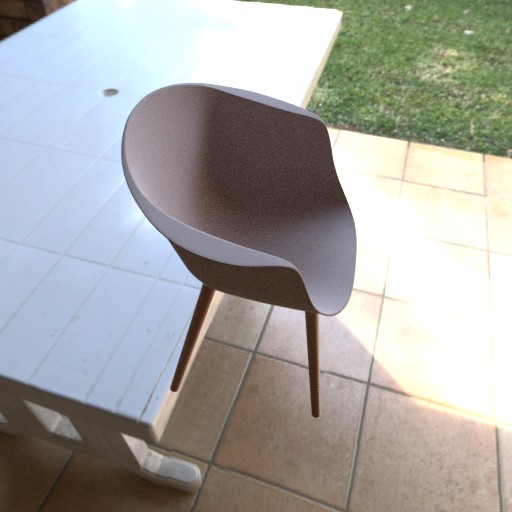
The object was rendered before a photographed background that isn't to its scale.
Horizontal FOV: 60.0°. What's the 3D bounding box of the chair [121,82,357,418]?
[{"bbox_3d":[0.000,0.000,1.152,0.504,0.781,0.593,9,47,8],"label":"chair"}]
